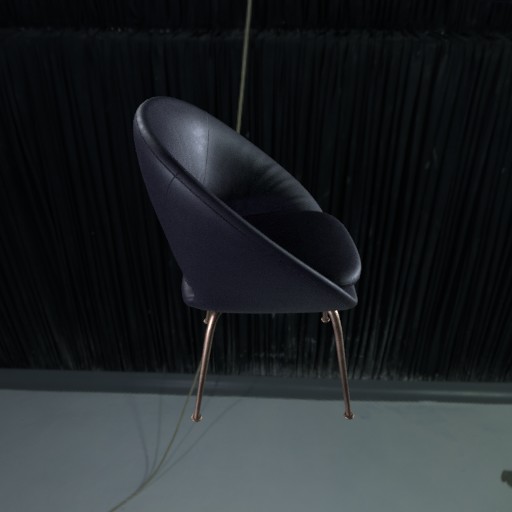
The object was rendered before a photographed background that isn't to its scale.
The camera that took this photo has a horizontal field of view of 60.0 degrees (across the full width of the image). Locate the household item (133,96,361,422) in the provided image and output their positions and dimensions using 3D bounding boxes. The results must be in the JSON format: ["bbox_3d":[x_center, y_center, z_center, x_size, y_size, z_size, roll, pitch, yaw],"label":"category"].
[{"bbox_3d":[0.000,0.000,1.272,0.573,0.852,0.623,-1,31,-1],"label":"household item"}]
